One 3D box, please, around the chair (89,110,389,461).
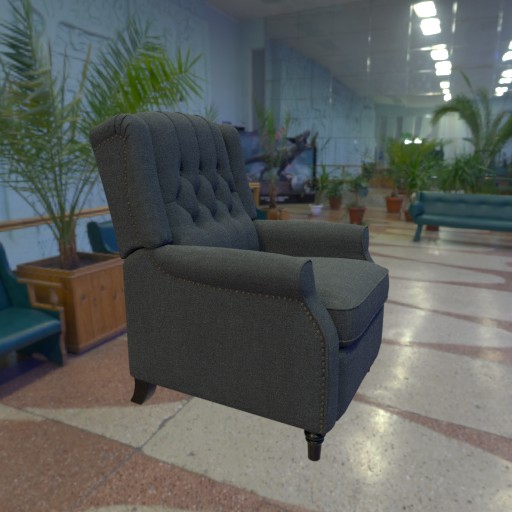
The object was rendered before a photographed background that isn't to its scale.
[{"bbox_3d":[0.000,0.000,1.624,0.898,1.035,0.742,7,15,27],"label":"chair"}]
